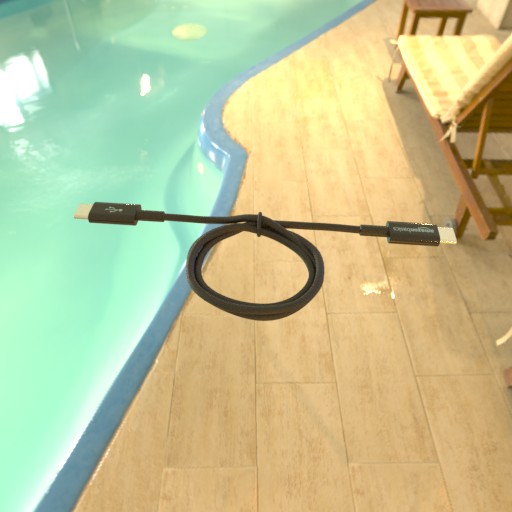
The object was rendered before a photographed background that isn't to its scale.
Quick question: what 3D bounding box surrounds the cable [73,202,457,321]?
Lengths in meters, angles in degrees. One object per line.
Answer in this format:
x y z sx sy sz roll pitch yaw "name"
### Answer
0.000 0.000 0.217 0.203 0.014 0.070 4 47 3 "cable"
